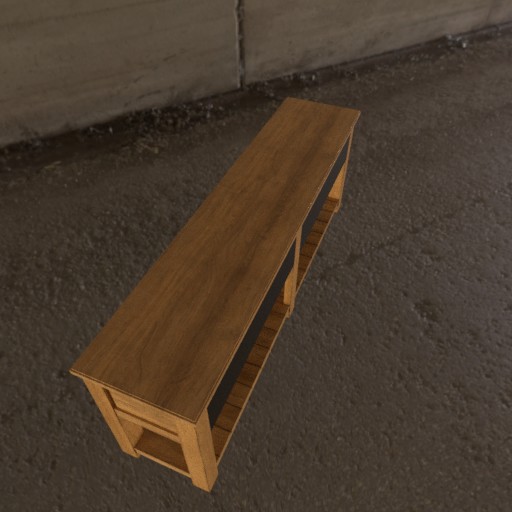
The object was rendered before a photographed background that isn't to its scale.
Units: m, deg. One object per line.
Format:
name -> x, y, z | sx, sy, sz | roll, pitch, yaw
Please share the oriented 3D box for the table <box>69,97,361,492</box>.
table -> 0.000, 0.000, 2.018 | 0.425, 0.635, 1.815 | 17, 48, 16
